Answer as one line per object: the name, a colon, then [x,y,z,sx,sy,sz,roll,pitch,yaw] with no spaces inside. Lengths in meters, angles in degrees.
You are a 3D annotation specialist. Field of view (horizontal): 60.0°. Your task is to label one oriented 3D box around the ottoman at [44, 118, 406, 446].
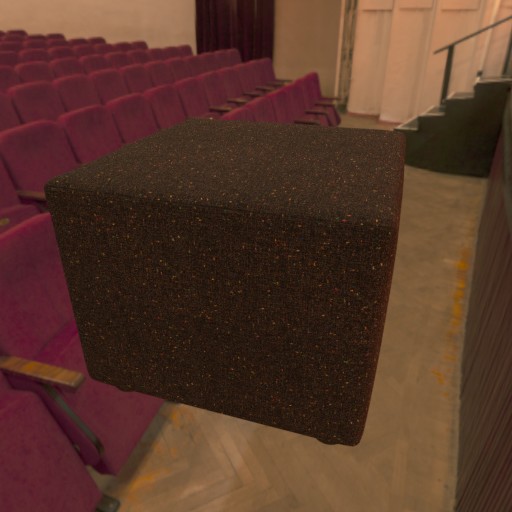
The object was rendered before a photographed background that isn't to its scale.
ottoman: [0.000,0.000,0.865,0.508,0.432,0.508,9,29,16]
